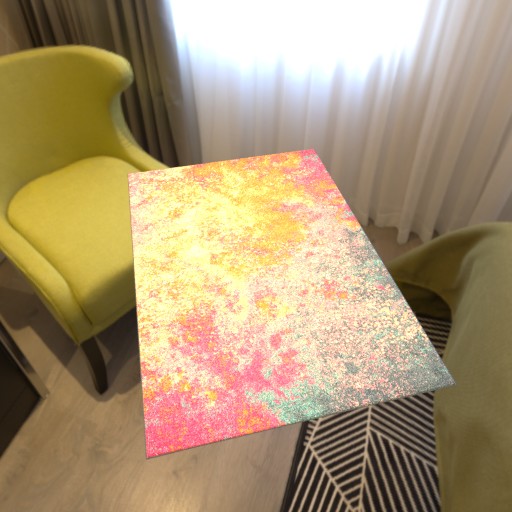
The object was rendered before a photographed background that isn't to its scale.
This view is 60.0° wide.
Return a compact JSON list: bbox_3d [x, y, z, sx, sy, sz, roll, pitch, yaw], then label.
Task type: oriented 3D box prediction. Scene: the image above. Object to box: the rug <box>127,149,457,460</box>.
[{"bbox_3d":[0.000,0.000,3.709,2.007,0.013,2.896,-10,47,-9],"label":"rug"}]
